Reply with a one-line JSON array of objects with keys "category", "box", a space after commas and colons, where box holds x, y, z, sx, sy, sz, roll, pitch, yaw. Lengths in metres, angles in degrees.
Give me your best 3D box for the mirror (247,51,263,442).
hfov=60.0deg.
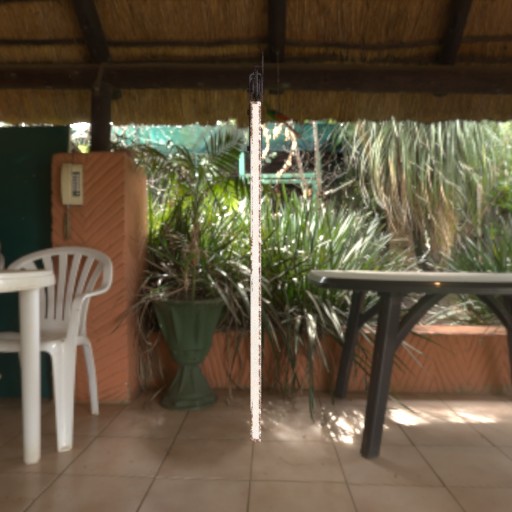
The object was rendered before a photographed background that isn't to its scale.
[{"category": "mirror", "box": [0.000, 0.000, 1.238, 0.037, 0.844, 0.808, 0, 0, 1]}]
